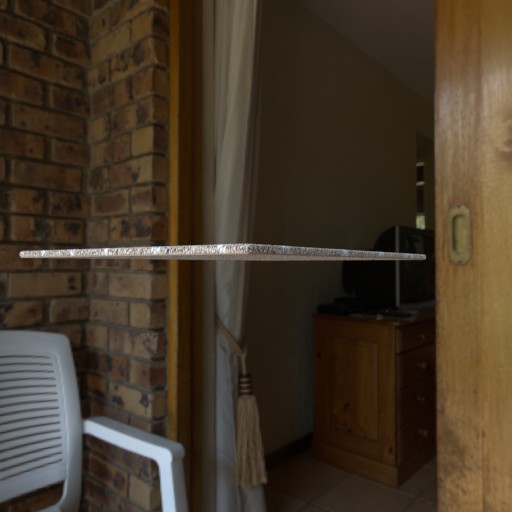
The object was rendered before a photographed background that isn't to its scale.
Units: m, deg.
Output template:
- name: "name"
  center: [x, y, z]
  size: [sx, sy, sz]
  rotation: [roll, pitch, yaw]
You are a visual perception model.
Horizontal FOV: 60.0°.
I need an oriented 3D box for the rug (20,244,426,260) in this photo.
- name: "rug"
  center: [0.000, 0.000, 2.256]
  size: [1.219, 0.030, 1.778]
  rotation: [-1, -1, 35]
